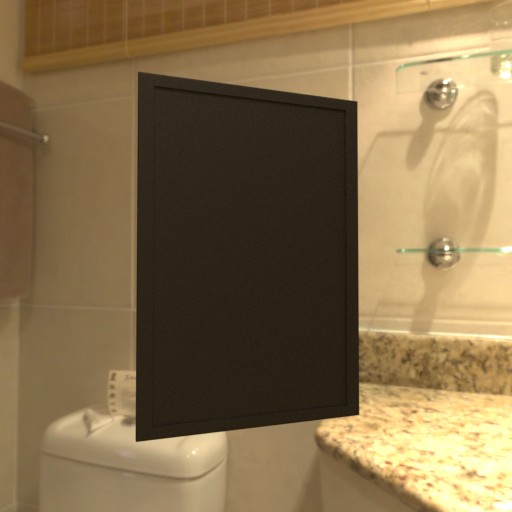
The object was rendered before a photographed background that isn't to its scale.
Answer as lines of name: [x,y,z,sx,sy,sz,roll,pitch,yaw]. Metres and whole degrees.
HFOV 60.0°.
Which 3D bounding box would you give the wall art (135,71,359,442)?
wall art: [0.000,0.000,0.868,0.451,0.661,0.012,0,-2,-19]
